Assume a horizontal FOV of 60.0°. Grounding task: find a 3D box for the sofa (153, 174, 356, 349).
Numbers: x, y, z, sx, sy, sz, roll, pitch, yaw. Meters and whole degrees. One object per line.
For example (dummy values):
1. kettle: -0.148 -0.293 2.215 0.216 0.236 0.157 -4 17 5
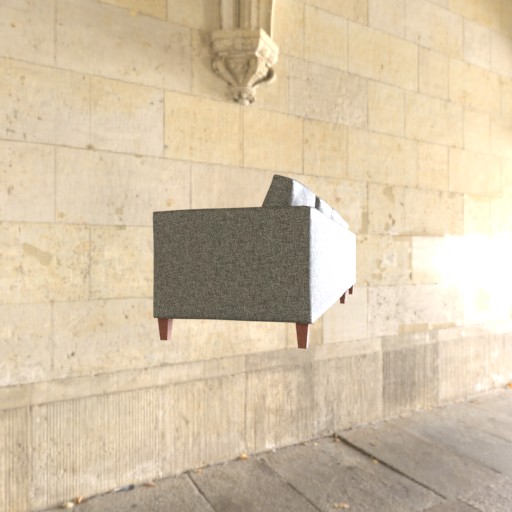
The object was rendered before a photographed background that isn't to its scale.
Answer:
1. sofa: 0.000 0.000 4.152 1.635 0.960 3.485 0 0 16
